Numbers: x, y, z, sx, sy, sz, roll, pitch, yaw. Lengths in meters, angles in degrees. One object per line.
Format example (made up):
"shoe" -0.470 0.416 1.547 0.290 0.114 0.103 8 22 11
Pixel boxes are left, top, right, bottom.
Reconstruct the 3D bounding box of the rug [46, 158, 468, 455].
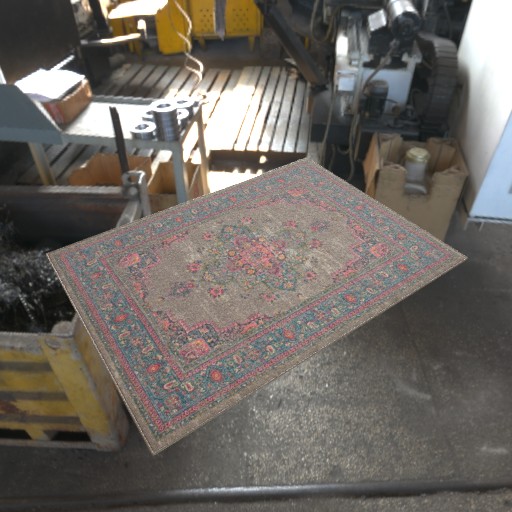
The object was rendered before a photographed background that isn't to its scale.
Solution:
"rug" 0.000 0.000 2.866 2.214 0.013 1.609 -25 47 -26
